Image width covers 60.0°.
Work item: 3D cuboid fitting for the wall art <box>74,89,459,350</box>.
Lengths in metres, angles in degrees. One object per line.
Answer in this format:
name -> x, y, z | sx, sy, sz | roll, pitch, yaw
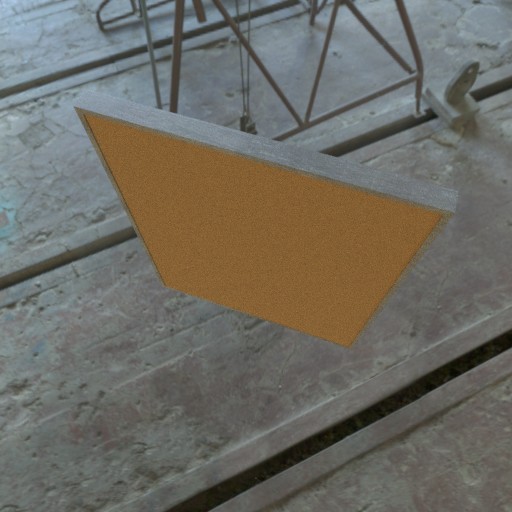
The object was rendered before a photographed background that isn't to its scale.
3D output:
wall art -> 0.000, 0.000, 0.702 | 0.421, 0.521, 0.032 | 17, 65, 8
